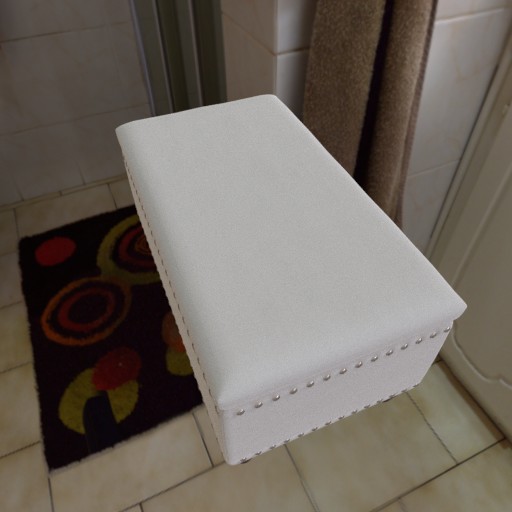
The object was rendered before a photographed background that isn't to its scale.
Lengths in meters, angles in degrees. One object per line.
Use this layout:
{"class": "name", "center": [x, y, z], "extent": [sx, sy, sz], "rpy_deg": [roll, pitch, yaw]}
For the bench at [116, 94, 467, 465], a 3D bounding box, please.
{"class": "bench", "center": [0.000, 0.000, 1.185], "extent": [0.500, 0.449, 0.887], "rpy_deg": [-17, 49, -15]}
